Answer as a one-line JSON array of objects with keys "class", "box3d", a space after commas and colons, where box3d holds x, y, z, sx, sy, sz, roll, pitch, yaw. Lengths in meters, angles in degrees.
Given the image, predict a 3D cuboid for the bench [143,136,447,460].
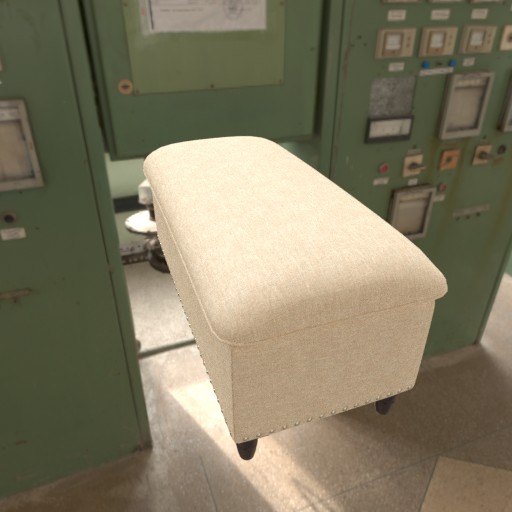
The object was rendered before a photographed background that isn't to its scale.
[{"class": "bench", "box3d": [0.000, 0.000, 1.258, 0.483, 0.483, 0.991, -11, 32, -17]}]
